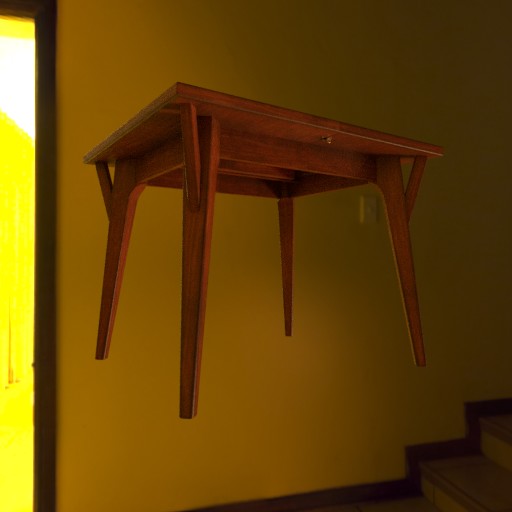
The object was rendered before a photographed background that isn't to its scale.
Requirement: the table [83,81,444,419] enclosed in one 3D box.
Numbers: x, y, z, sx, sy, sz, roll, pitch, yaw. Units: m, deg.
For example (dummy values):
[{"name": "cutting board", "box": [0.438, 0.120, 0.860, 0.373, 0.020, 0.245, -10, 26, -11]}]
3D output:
[{"name": "table", "box": [0.000, 0.000, 1.587, 0.991, 0.761, 0.838, 0, -1, -34]}]
